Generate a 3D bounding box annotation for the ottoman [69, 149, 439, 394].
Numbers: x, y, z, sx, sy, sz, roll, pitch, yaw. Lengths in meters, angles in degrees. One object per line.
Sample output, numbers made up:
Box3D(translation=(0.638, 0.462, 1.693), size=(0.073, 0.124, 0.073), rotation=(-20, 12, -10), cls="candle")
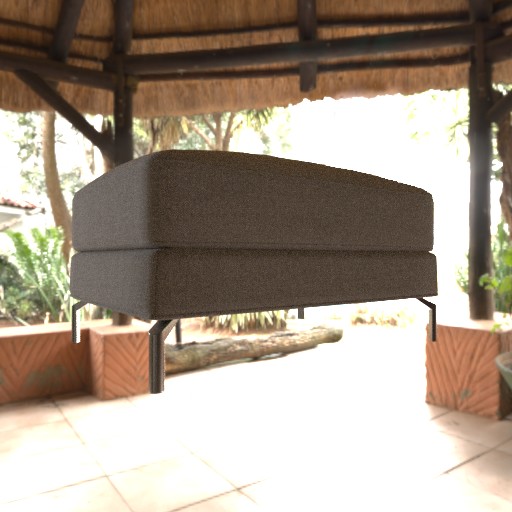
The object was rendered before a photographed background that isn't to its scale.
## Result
Box3D(translation=(0.000, 0.000, 1.183), size=(0.838, 0.457, 0.584), rotation=(0, 0, -35), cls="ottoman")
